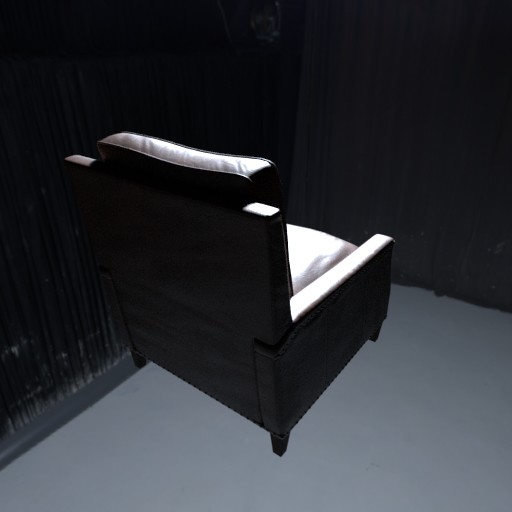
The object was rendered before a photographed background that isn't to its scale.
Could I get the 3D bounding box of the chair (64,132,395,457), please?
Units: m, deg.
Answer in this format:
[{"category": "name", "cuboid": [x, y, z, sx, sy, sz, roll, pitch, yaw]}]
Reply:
[{"category": "chair", "cuboid": [0.000, 0.000, 1.823, 0.854, 1.054, 1.035, 19, 33, 32]}]
